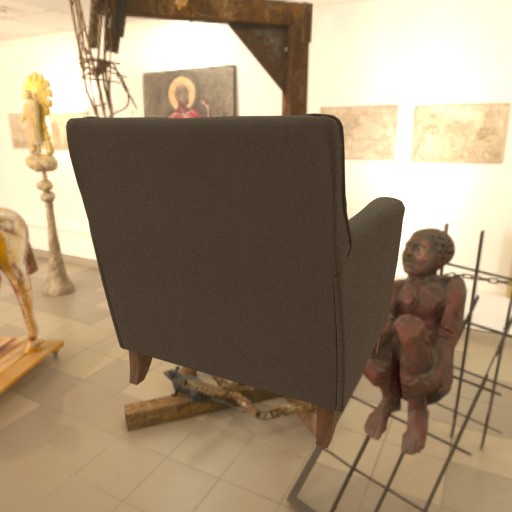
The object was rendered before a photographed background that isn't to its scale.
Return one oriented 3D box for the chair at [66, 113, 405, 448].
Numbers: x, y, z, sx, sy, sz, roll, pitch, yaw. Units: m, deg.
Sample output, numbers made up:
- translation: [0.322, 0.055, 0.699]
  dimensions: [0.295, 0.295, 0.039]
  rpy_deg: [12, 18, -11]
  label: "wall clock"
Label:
- translation: [0.000, 0.000, 1.527]
  dimensions: [0.836, 0.911, 0.831]
  rpy_deg: [8, 18, 26]
  label: "chair"
